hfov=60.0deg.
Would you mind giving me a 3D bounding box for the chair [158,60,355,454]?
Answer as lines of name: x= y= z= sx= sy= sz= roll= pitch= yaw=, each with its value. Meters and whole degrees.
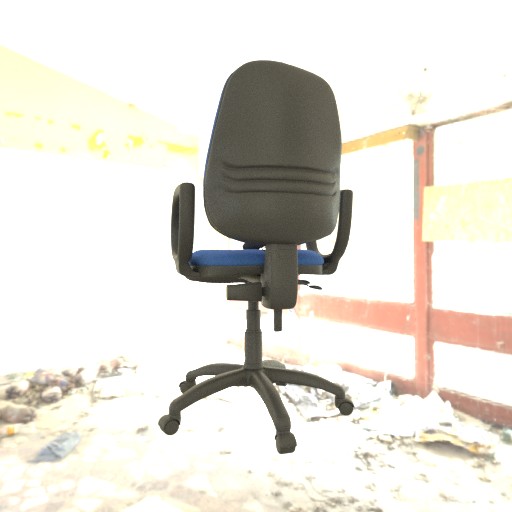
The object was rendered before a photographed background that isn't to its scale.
chair: x=0.000 y=0.000 z=1.258 sx=0.552 sy=0.905 sz=0.549 roll=0 pitch=0 yaw=-16
